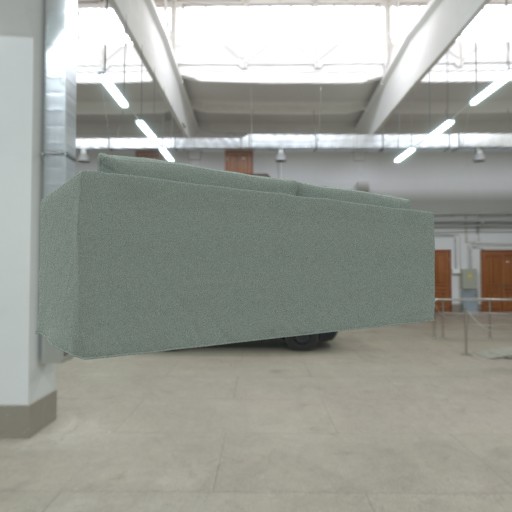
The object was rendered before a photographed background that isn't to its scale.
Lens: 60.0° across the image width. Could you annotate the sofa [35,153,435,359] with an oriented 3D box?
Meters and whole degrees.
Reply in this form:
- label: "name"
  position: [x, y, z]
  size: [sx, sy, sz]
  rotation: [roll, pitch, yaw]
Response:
- label: "sofa"
  position: [0.000, 0.000, 2.704]
  size: [2.312, 0.853, 0.962]
  rotation: [1, -2, -35]
